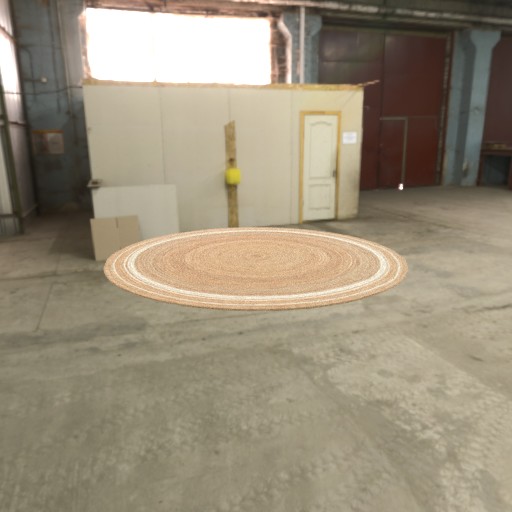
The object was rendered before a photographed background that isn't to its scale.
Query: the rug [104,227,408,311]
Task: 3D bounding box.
[{"bbox_3d":[0.000,0.000,3.749,2.444,0.015,2.444,0,15,0],"label":"rug"}]
